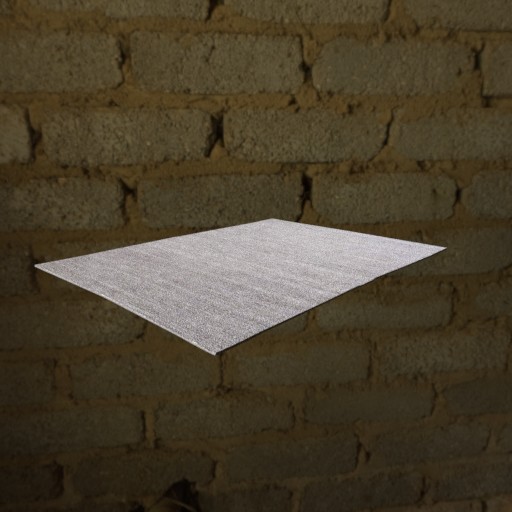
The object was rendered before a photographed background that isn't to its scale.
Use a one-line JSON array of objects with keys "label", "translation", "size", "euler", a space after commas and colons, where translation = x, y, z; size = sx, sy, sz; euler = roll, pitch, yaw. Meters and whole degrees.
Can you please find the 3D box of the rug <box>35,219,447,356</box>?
[{"label": "rug", "translation": [0.000, 0.000, 4.271], "size": [2.434, 0.045, 3.202], "euler": [14, 21, 42]}]
